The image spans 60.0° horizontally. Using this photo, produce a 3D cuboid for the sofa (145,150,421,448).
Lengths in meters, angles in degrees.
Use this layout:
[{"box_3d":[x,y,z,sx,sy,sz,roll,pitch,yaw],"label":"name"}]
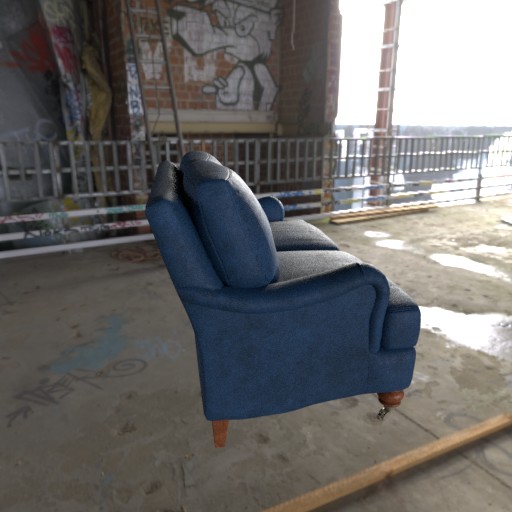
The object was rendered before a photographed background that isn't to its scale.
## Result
[{"box_3d":[0.000,0.000,2.528,1.084,1.101,1.853,-3,17,-10],"label":"sofa"}]
